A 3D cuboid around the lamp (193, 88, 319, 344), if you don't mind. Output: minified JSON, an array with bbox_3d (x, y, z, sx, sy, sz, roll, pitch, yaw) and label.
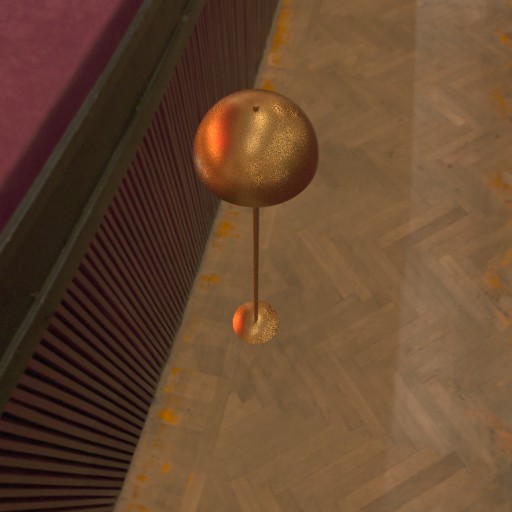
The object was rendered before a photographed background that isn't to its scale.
[{"bbox_3d":[0.000,0.000,1.664,0.328,1.480,0.328,15,63,8],"label":"lamp"}]
